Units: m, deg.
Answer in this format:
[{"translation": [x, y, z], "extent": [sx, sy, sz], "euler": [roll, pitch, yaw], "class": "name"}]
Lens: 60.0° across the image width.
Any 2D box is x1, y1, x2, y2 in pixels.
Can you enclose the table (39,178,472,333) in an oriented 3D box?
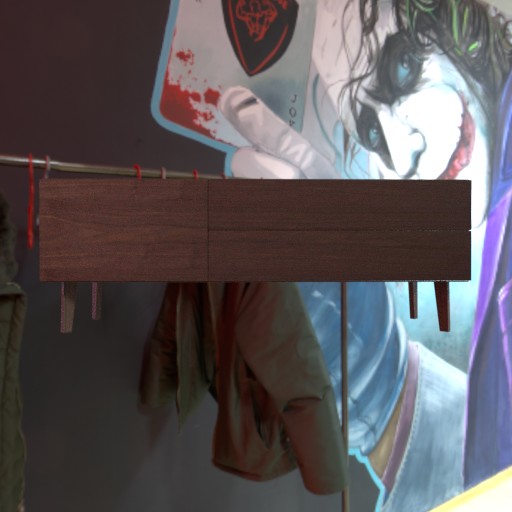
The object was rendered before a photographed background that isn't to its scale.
[{"translation": [0.000, 0.000, 1.635], "extent": [1.397, 0.508, 0.405], "euler": [0, 1, -1], "class": "table"}]
